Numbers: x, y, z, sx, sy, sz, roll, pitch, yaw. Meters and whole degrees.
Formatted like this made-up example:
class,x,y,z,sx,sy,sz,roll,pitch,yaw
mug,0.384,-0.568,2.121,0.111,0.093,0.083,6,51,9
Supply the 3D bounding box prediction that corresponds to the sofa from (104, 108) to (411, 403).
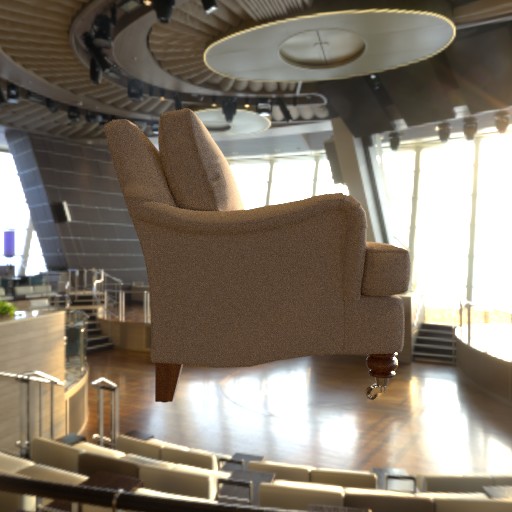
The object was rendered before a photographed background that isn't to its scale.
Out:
class,x,y,z,sx,sy,sz,roll,pitch,yaw
sofa,0.000,0.000,2.235,1.087,1.048,1.508,0,0,-1
